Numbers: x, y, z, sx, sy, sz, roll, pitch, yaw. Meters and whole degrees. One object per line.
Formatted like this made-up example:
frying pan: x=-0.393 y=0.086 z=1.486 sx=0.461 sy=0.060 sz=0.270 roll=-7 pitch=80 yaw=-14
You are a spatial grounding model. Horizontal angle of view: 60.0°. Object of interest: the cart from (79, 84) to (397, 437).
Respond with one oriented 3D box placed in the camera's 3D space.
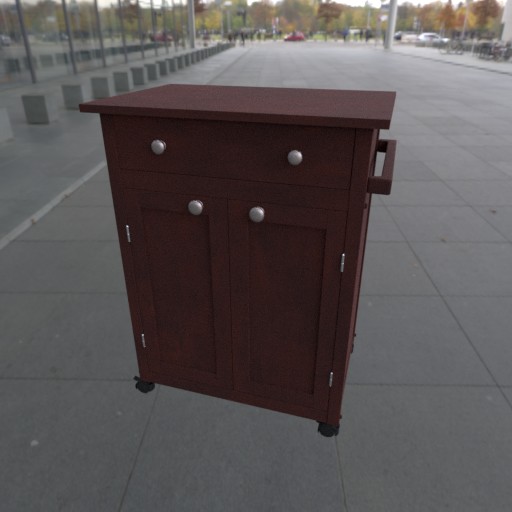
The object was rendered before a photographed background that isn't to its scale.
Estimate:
cart: x=0.000 y=0.000 z=1.271 sx=0.683 sy=0.864 sz=0.442 roll=8 pitch=28 yaw=15
